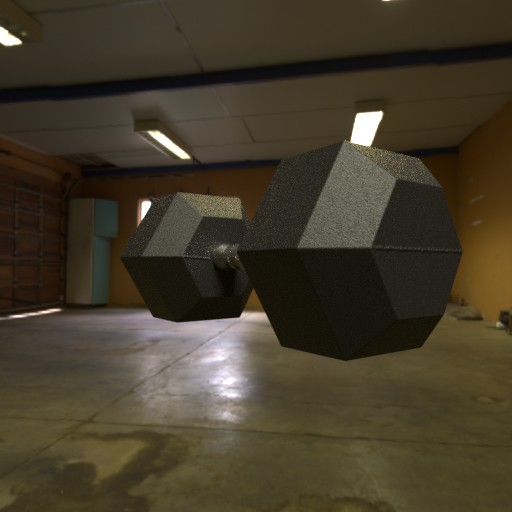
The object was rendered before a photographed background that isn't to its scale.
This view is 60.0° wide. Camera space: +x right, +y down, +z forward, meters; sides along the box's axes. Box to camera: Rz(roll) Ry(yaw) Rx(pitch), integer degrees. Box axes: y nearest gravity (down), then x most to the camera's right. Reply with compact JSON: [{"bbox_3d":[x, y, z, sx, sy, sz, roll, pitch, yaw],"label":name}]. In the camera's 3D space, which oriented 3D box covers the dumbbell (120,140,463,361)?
[{"bbox_3d":[0.000,0.000,0.456,0.173,0.150,0.384,1,-2,-36],"label":"dumbbell"}]
